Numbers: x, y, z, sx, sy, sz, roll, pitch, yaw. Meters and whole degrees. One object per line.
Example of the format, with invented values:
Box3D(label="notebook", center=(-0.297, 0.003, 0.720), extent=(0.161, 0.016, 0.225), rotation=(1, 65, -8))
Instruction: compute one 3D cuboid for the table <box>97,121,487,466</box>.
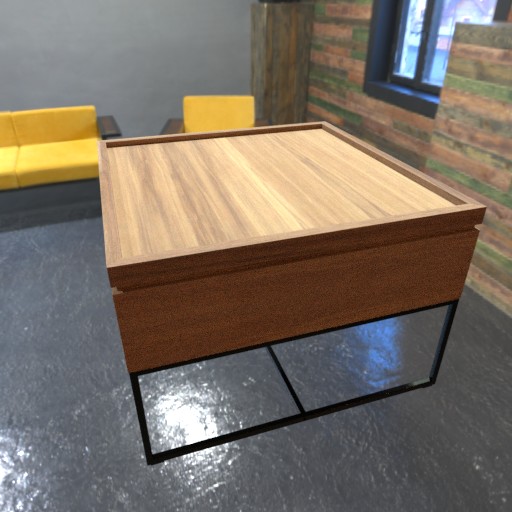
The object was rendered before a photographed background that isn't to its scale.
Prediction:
Box3D(label="table", center=(0.000, 0.000, 1.121), extent=(0.676, 0.464, 0.679), rotation=(-10, 32, -16))
